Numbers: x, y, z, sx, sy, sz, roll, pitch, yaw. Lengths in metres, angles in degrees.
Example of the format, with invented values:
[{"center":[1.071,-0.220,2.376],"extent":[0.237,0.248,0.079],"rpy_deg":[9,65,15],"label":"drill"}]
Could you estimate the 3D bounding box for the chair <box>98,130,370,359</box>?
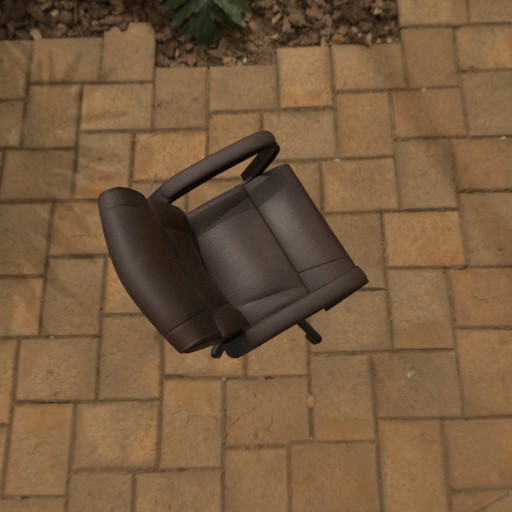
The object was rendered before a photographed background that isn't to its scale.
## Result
[{"center":[0.000,0.000,1.519],"extent":[0.717,1.004,0.739],"rpy_deg":[-29,78,-7],"label":"chair"}]
